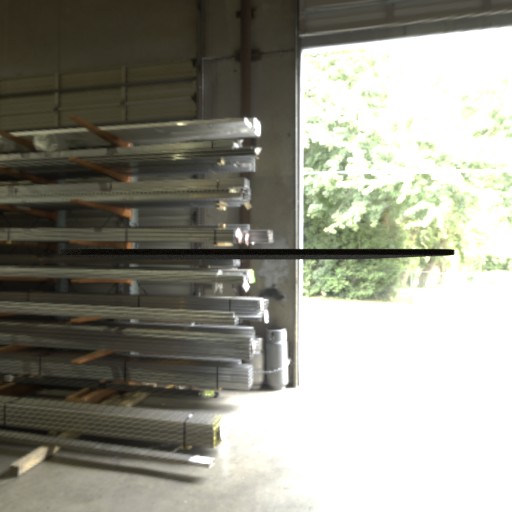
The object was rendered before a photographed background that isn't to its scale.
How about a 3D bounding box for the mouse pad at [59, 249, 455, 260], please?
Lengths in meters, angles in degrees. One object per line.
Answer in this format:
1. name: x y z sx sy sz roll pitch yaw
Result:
1. mouse pad: 0.000 0.000 0.327 0.203 0.003 0.229 0 -1 0
